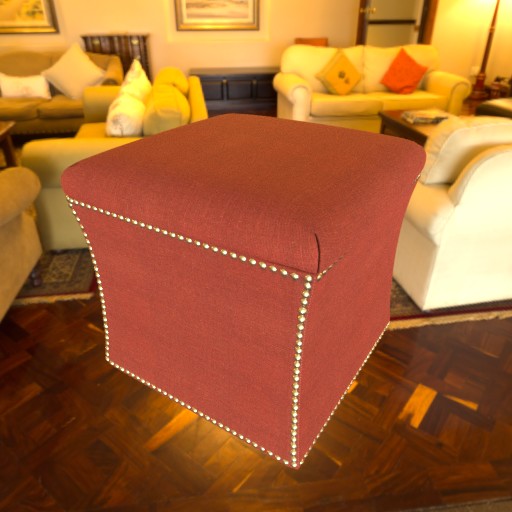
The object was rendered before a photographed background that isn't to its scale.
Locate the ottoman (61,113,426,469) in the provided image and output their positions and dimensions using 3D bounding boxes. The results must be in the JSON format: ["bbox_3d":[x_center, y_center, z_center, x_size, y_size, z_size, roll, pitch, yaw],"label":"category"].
[{"bbox_3d":[0.000,0.000,0.900,0.507,0.475,0.497,18,35,28],"label":"ottoman"}]
